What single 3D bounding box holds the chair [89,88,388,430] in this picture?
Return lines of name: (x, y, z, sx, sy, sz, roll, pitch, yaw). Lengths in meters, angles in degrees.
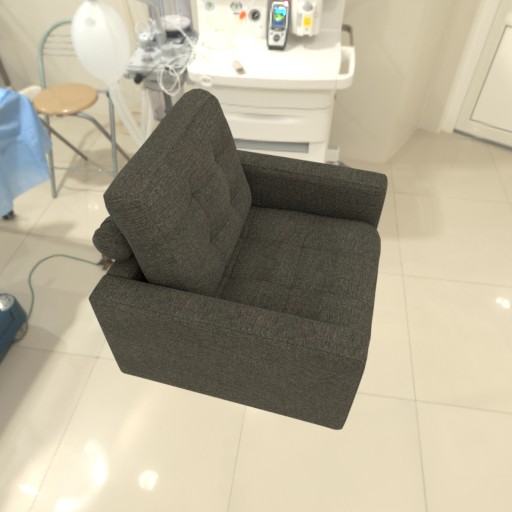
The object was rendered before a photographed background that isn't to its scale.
chair: (0.000, 0.000, 1.534, 0.843, 0.880, 0.821, 11, 48, 10)
